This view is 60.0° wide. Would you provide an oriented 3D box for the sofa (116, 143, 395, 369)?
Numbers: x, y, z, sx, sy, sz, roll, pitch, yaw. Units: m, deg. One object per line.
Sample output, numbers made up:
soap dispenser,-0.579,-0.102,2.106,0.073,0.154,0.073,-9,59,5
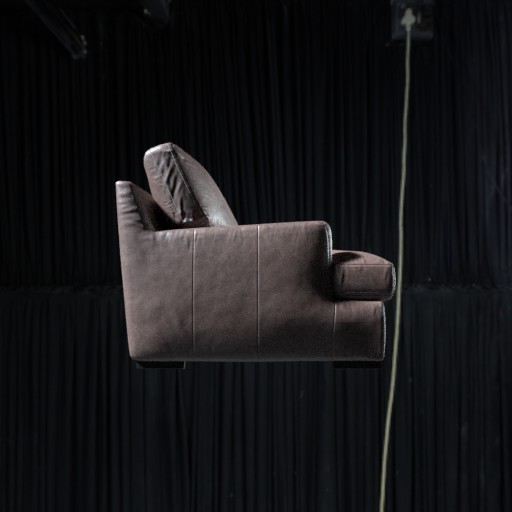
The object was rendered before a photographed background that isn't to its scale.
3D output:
sofa,0.000,0.000,2.857,1.143,0.941,2.261,0,-1,0
